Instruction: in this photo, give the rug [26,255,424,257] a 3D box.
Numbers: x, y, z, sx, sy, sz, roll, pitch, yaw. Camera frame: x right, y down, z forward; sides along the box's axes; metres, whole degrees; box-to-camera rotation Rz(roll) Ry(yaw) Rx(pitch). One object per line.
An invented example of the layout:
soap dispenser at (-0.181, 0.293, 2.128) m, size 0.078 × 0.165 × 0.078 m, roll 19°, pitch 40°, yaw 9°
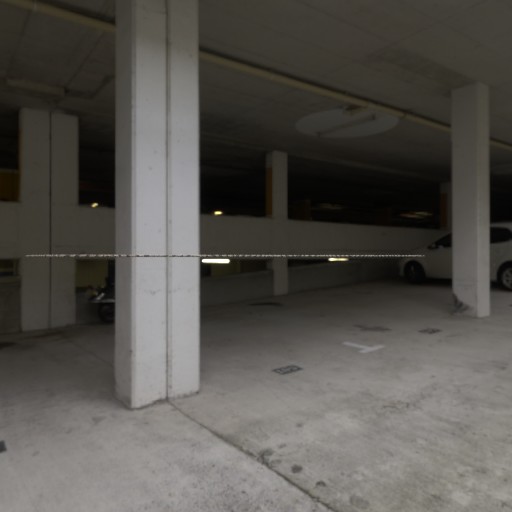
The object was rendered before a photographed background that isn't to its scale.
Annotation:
rug at (0.000, 0.000, 2.542) m, size 2.277 × 0.008 × 0.676 m, roll 0°, pitch 0°, yaw -36°
